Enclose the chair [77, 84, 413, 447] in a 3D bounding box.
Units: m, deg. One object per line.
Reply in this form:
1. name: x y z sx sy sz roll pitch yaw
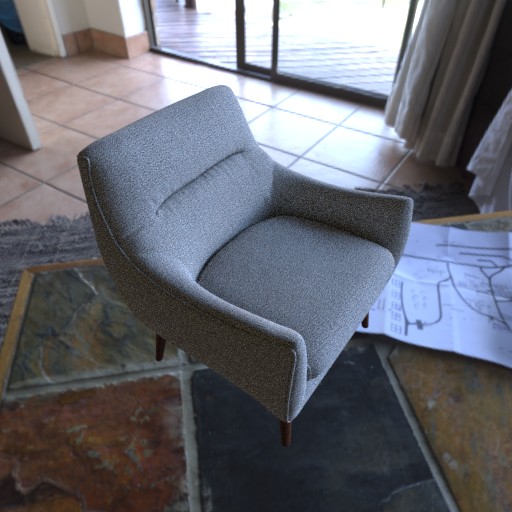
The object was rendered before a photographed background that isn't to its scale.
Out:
1. chair: 0.000 0.000 1.462 0.787 0.838 0.762 25 47 26
